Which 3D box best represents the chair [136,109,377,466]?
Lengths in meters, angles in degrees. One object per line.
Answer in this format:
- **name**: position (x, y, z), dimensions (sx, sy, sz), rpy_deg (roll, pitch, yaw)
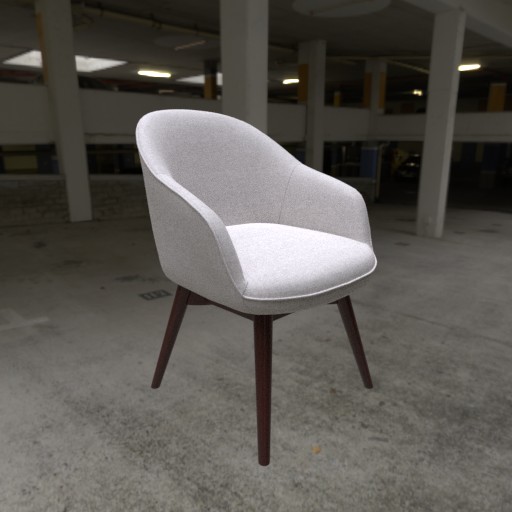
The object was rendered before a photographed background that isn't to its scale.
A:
- **chair**: position (0.000, 0.000, 1.273), dimensions (0.635, 0.823, 0.596), rpy_deg (15, 21, 43)
